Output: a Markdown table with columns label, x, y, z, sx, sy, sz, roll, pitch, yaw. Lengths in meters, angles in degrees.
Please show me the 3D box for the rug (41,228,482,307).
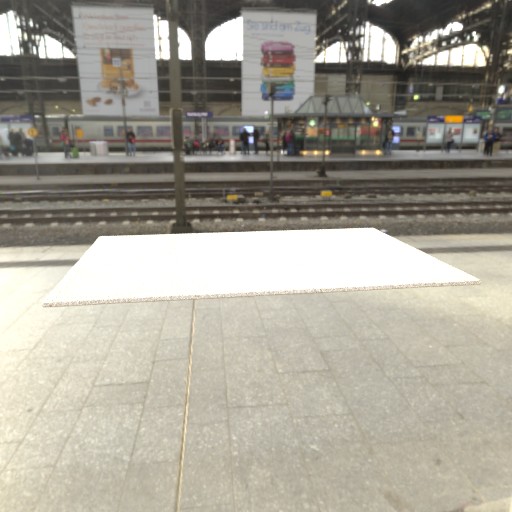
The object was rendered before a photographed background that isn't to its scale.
| label | x | y | z | sx | sy | sz | roll | pitch | yaw |
| --- | --- | --- | --- | --- | --- | --- | --- | --- | --- |
| rug | 0.000 | 0.000 | 3.556 | 2.743 | 0.030 | 1.778 | -2 | 15 | -8 |
